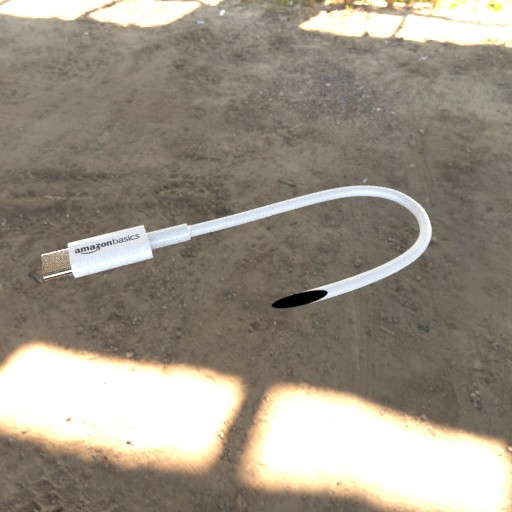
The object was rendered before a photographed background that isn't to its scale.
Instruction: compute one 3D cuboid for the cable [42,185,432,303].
[{"bbox_3d":[0.000,0.000,0.110,0.098,0.006,0.040,-15,48,-15],"label":"cable"}]
